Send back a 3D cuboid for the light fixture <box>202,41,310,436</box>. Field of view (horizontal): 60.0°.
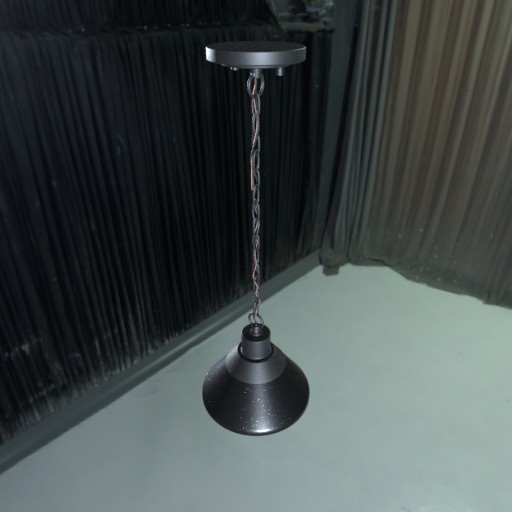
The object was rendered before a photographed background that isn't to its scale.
[{"bbox_3d":[0.000,0.000,0.684,0.201,0.588,0.201,22,37,32],"label":"light fixture"}]
